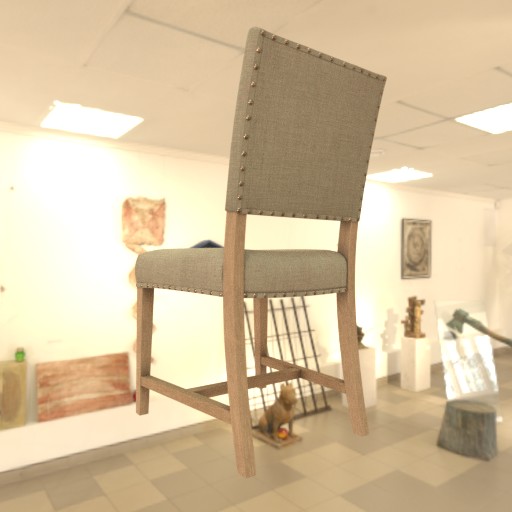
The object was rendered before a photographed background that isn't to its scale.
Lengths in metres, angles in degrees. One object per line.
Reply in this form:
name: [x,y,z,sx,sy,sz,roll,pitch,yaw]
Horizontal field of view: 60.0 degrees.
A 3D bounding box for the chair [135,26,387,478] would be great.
chair: [0.000,0.000,1.301,0.508,0.986,0.622,0,0,-36]
